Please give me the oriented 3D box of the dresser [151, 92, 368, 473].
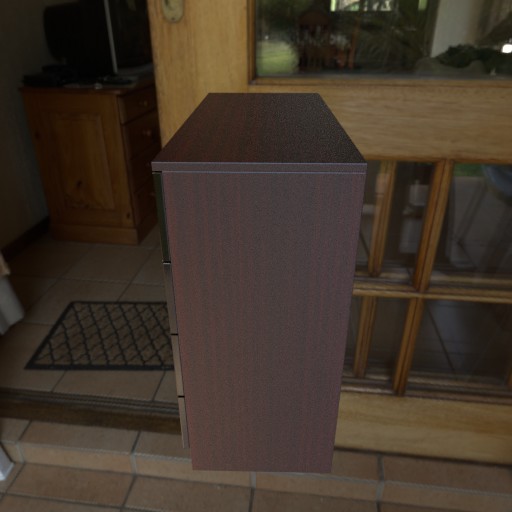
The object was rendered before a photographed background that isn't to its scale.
[{"bbox_3d":[0.000,0.000,1.177,0.360,0.720,0.750,1,28,1],"label":"dresser"}]
